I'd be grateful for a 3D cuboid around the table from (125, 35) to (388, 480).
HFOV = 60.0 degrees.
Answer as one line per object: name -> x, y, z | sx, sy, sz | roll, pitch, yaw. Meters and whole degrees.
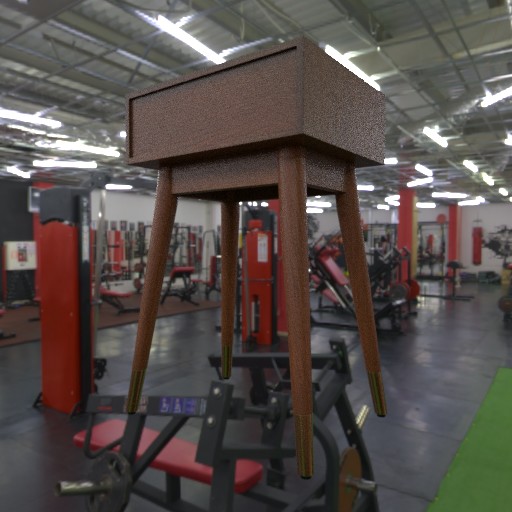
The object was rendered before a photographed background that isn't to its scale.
table -> 0.000, 0.000, 0.830 | 0.406, 0.599, 0.300 | 1, 2, 37
